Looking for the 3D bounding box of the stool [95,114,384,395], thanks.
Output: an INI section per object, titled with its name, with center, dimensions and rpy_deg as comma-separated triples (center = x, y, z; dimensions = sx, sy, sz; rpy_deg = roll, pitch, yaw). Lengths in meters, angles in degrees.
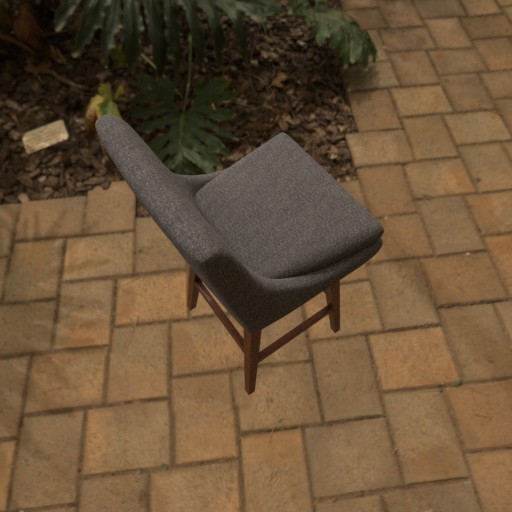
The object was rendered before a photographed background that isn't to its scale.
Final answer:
[stool]
center = 0.000, 0.000, 1.376
dimensions = 0.572, 1.068, 0.489
rpy_deg = -31, 64, -18
